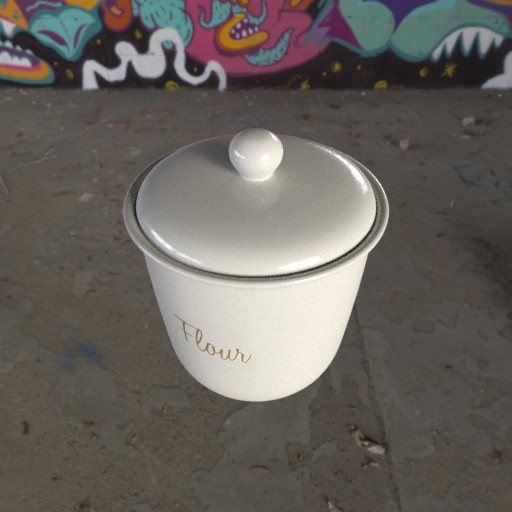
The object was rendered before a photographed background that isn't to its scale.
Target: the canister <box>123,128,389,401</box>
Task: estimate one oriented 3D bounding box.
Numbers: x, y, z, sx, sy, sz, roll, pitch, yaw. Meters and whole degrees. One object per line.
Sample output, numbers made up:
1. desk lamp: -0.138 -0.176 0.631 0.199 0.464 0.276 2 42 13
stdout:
1. canister: 0.000 0.000 0.349 0.182 0.208 0.182 0 41 0
